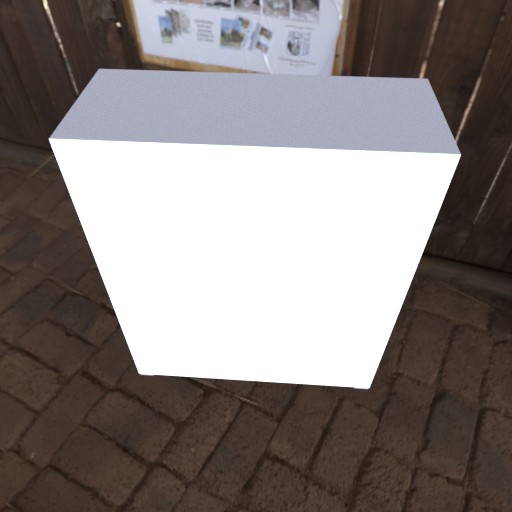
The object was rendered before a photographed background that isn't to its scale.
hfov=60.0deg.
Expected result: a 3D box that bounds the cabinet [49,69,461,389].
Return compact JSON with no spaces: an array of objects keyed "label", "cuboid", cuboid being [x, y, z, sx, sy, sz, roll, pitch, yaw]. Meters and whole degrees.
[{"label":"cabinet","cuboid":[0.000,0.000,1.641,1.000,1.190,0.400,3,47,3]}]
